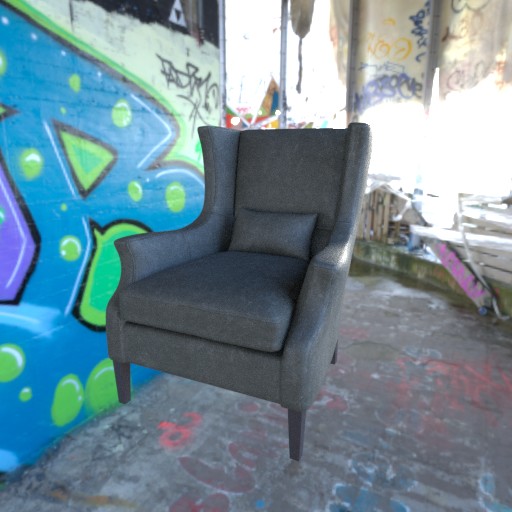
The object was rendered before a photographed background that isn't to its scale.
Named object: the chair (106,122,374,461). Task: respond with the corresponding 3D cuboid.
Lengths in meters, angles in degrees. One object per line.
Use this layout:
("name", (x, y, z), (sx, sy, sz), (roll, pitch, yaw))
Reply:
("chair", (0.000, 0.000, 1.753), (0.853, 1.016, 0.926), (7, 15, 26))
